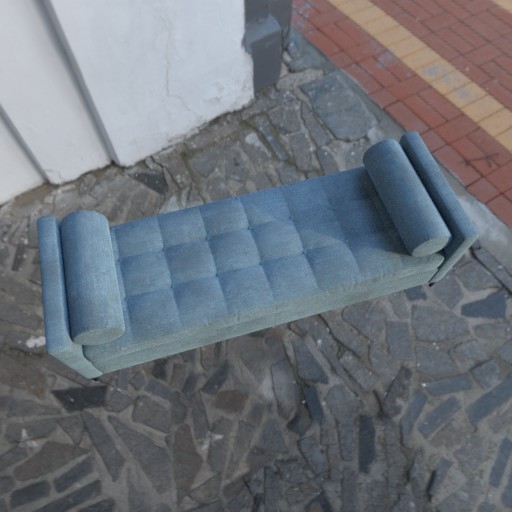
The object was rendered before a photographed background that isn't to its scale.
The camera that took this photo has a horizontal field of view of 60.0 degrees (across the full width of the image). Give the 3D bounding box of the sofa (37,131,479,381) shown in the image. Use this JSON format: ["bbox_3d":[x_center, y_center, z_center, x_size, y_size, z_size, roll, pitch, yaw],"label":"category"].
[{"bbox_3d":[0.000,0.000,2.345,1.981,0.635,0.686,-14,63,-7],"label":"sofa"}]
